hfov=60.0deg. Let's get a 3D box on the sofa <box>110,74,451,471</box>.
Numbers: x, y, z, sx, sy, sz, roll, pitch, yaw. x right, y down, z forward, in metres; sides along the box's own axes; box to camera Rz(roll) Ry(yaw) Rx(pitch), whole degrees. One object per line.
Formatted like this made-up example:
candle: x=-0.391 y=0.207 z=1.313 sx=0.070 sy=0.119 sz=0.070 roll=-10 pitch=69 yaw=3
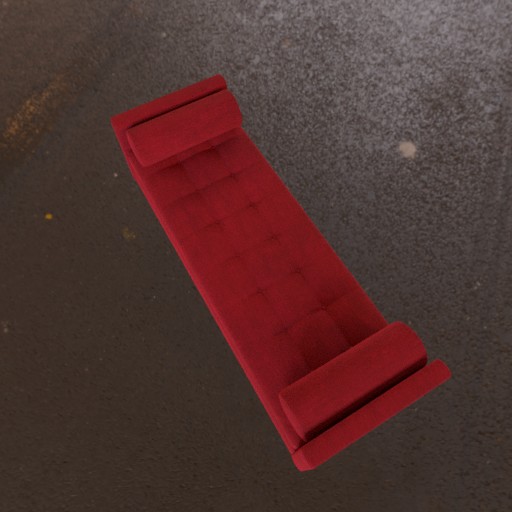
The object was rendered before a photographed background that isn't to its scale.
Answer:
sofa: x=0.000 y=0.000 z=2.344 sx=0.686 sy=0.635 sz=1.981 roll=-27 pitch=66 yaw=-13
